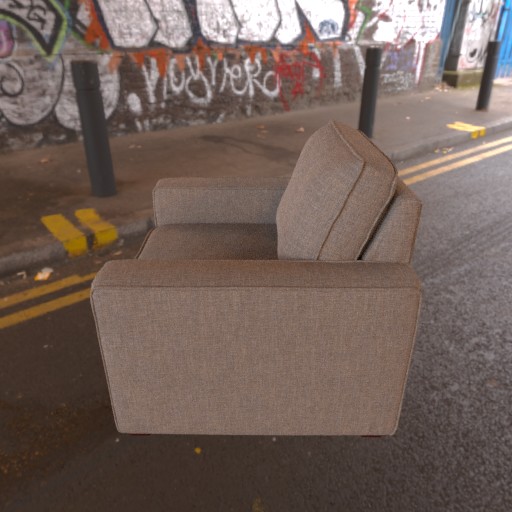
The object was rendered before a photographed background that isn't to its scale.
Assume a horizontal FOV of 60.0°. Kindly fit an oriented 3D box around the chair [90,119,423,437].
[{"bbox_3d":[0.000,0.000,1.694,0.940,0.914,1.016,0,27,0],"label":"chair"}]
